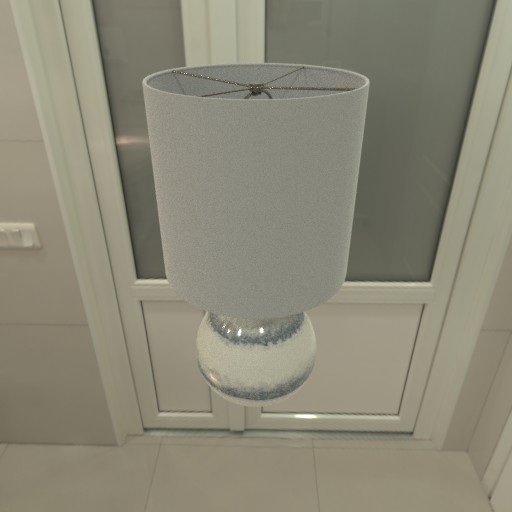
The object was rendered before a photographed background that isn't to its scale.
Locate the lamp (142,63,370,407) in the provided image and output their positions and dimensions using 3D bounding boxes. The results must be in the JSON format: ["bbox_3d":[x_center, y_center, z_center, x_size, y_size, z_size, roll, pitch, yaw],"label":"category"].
[{"bbox_3d":[0.000,0.000,0.534,0.216,0.404,0.216,1,30,1],"label":"lamp"}]
